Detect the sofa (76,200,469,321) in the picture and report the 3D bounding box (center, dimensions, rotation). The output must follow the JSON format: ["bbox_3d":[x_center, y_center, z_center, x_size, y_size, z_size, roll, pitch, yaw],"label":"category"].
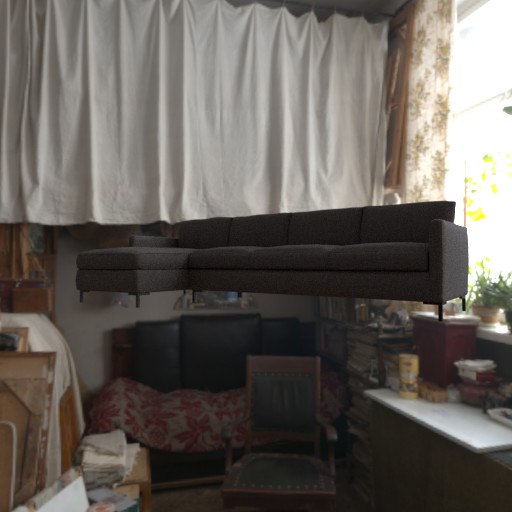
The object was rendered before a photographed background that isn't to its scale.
[{"bbox_3d":[0.000,0.000,3.297,2.731,0.754,1.258,-1,-1,35],"label":"sofa"}]
